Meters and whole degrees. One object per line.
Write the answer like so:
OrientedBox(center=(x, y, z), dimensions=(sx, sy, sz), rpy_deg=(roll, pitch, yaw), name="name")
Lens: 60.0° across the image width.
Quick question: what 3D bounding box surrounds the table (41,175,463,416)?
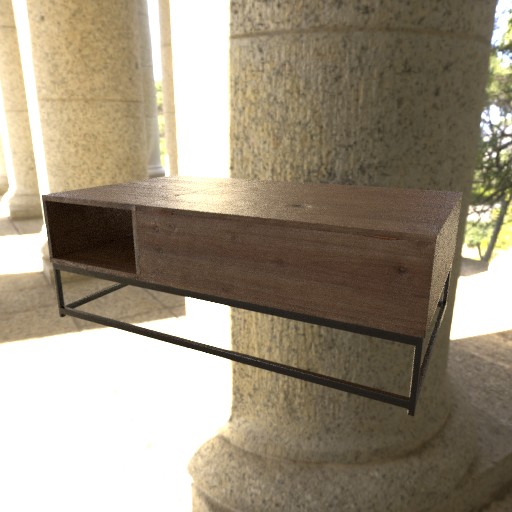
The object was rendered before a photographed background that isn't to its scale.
OrientedBox(center=(0.000, 0.000, 1.396), dimensions=(1.101, 0.395, 0.655), rpy_deg=(8, 18, 27), name="table")
